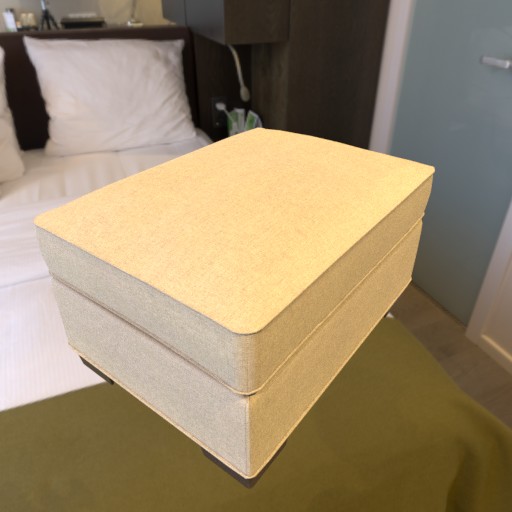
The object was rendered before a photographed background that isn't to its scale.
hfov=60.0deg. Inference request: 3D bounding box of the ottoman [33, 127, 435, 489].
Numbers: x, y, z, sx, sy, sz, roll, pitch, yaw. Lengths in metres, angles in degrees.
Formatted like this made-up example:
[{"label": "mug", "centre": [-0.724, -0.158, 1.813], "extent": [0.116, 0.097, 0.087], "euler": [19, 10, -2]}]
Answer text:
[{"label": "ottoman", "centre": [0.000, 0.000, 1.186], "extent": [0.619, 0.504, 0.843], "euler": [23, 39, 31]}]
